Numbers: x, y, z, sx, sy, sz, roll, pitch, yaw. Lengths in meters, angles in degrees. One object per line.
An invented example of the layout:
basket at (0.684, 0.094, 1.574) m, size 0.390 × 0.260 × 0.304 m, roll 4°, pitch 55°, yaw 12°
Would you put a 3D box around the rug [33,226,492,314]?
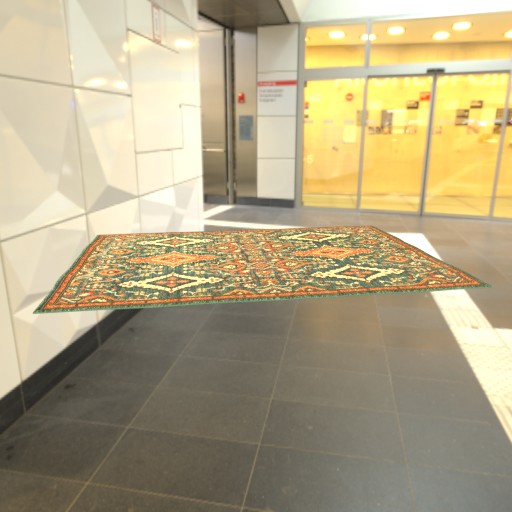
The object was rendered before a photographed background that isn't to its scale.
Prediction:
rug at (0.000, 0.000, 2.989) m, size 2.373 × 0.009 × 1.622 m, roll -2°, pitch 16°, yaw -8°
